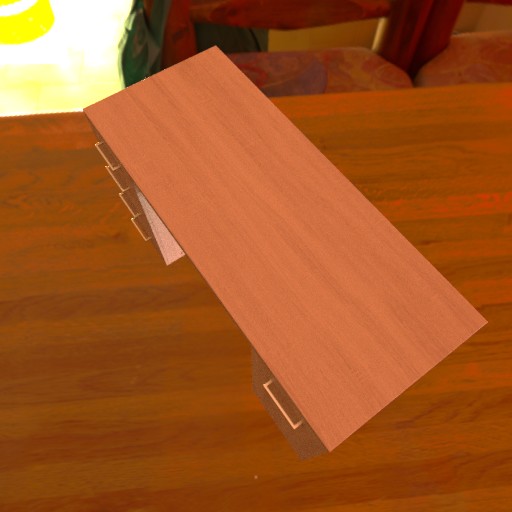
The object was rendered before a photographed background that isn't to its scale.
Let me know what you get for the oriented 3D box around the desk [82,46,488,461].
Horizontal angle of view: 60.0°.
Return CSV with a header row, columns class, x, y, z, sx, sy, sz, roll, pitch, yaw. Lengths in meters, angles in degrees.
class,x,y,z,sx,sy,sz,roll,pitch,yaw
desk,0.000,0.000,1.739,0.600,0.740,1.390,-33,68,-15
